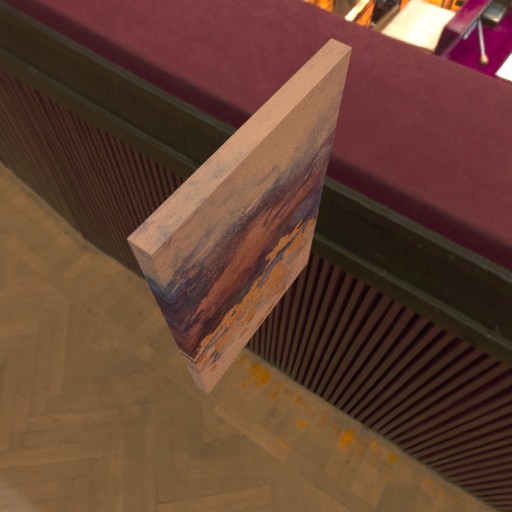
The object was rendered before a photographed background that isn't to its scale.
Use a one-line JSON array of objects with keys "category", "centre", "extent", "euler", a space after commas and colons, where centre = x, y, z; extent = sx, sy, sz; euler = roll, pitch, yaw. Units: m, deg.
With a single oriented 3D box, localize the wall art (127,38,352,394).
[{"category": "wall art", "centre": [0.000, 0.000, 1.140], "extent": [0.048, 0.874, 0.583], "euler": [32, 65, 17]}]
